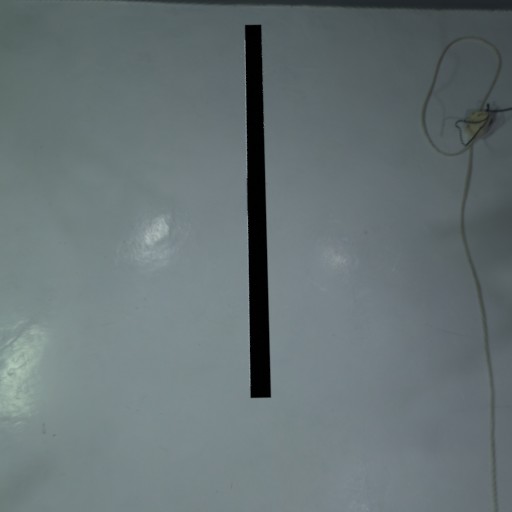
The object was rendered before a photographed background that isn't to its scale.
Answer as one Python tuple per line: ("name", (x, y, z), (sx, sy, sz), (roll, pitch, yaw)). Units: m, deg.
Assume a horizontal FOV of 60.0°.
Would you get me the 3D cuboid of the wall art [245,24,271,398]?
("wall art", (0.000, 0.000, 1.414), (0.040, 1.062, 0.805), (-1, 75, 0))
